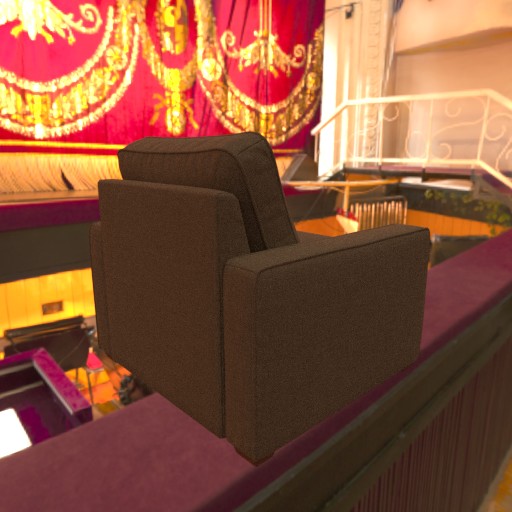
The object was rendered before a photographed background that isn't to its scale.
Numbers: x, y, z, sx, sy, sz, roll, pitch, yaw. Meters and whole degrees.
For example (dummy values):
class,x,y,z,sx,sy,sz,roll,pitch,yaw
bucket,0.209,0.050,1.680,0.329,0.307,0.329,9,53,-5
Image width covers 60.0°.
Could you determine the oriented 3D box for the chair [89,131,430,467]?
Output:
class,x,y,z,sx,sy,sz,roll,pitch,yaw
chair,0.000,0.000,1.755,0.940,0.919,1.017,-12,18,-42
